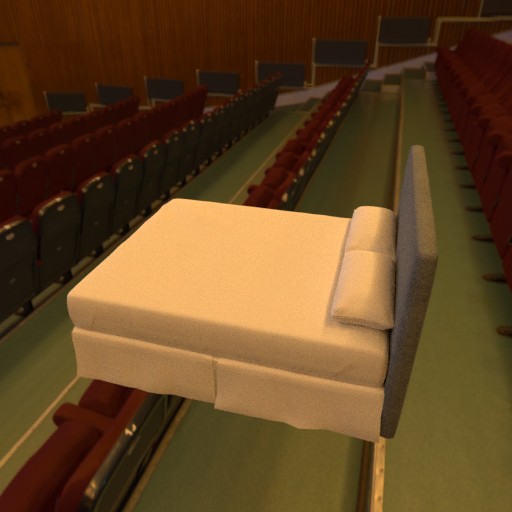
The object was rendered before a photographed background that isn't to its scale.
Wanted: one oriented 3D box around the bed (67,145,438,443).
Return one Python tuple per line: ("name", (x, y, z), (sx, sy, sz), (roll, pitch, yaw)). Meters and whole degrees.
("bed", (0.000, 0.000, 3.163), (2.142, 1.330, 1.713), (8, 32, 14))
